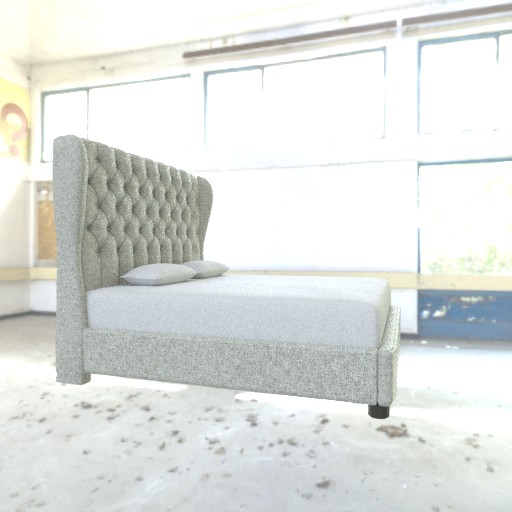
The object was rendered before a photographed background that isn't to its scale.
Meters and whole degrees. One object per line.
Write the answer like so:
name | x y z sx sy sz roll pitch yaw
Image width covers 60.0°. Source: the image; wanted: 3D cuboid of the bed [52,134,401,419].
bed | 0.000 0.000 3.800 2.347 1.771 2.219 1 2 19
